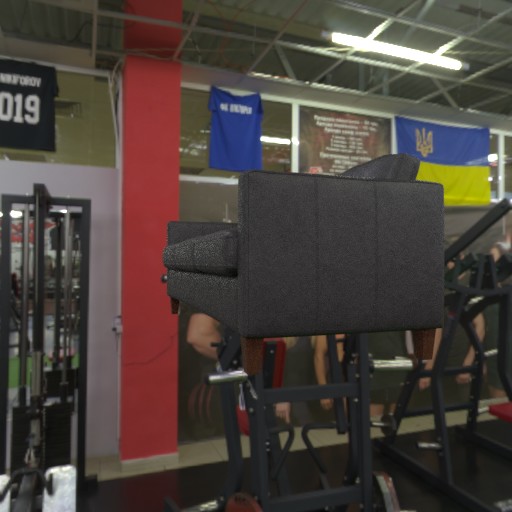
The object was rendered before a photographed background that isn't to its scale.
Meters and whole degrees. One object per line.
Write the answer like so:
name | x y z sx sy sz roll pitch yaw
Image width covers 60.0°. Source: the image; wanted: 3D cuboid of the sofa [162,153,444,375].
sofa | 0.000 0.000 3.030 1.045 1.006 2.464 0 -1 -18
